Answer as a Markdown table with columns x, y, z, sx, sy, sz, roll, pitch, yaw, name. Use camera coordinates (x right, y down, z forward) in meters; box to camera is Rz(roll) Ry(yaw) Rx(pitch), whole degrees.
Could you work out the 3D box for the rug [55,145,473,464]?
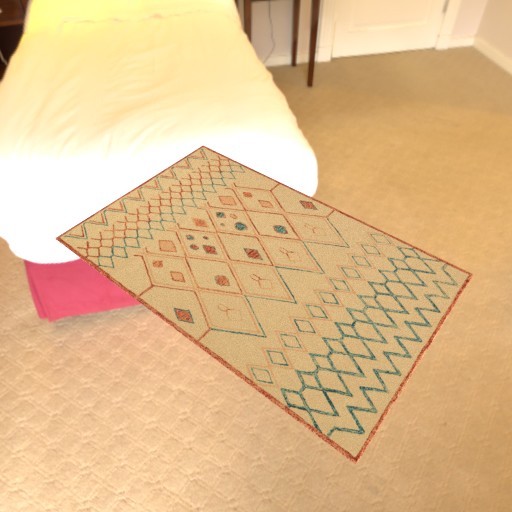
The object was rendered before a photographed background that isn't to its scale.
| x | y | z | sx | sy | sz | roll | pitch | yaw | name |
| --- | --- | --- | --- | --- | --- | --- | --- | --- | --- |
| 0.000 | 0.000 | 3.026 | 2.438 | 0.015 | 1.524 | 30 | 54 | 26 | rug |
